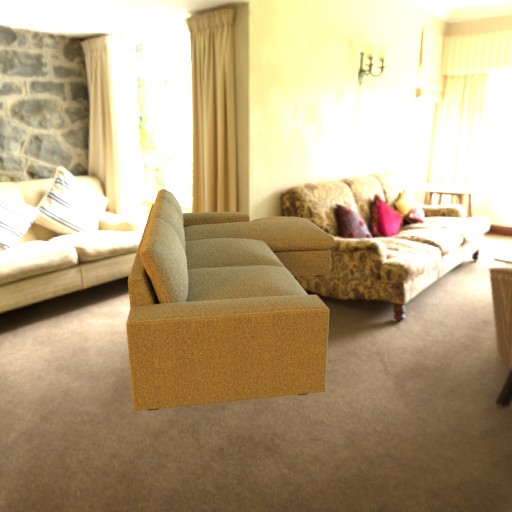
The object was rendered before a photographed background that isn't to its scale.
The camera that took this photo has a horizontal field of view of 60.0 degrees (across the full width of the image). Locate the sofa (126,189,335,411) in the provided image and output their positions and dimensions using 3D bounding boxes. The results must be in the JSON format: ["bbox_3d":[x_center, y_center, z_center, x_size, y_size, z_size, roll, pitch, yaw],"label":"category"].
[{"bbox_3d":[0.000,0.000,3.489,1.689,0.813,2.718,-3,16,-10],"label":"sofa"}]
